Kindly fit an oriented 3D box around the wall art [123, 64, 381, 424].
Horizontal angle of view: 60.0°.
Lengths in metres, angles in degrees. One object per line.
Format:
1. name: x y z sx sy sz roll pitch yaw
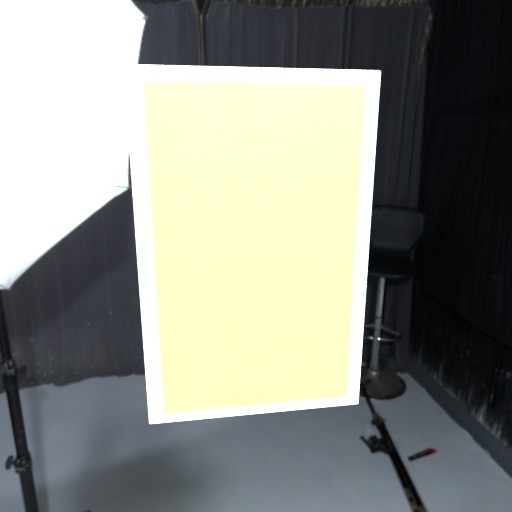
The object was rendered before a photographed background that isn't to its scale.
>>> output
1. wall art: 0.000 0.000 0.777 0.401 0.610 0.038 -2 15 -9
